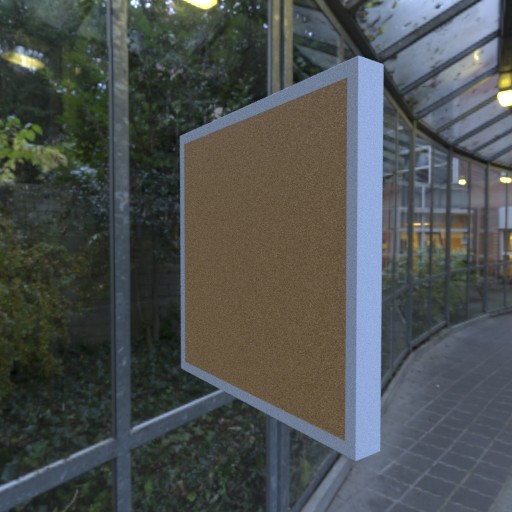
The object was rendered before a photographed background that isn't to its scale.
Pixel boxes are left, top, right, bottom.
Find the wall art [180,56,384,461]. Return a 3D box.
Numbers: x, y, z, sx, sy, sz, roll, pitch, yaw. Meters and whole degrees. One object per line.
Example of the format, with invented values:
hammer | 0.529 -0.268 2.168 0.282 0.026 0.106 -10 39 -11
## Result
wall art | 0.000 0.000 0.620 0.038 0.406 0.406 -1 2 -35
